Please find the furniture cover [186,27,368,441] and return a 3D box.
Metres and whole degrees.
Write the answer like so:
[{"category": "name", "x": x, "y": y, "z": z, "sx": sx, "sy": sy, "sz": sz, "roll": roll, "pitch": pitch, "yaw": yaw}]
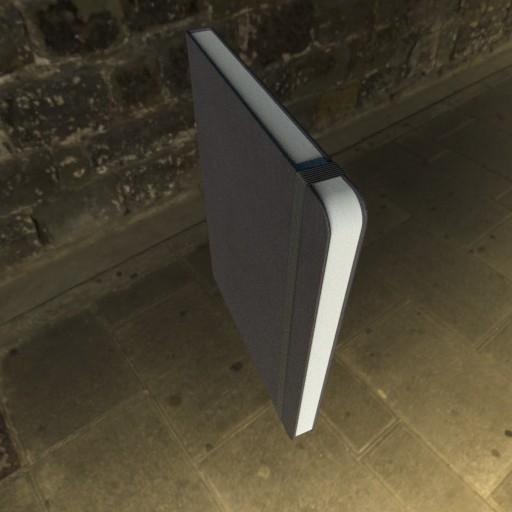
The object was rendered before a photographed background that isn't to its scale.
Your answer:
[{"category": "furniture cover", "x": 0.000, "y": 0.000, "z": 0.364, "sx": 0.023, "sy": 0.281, "sz": 0.216, "roll": -18, "pitch": 50, "yaw": -15}]
